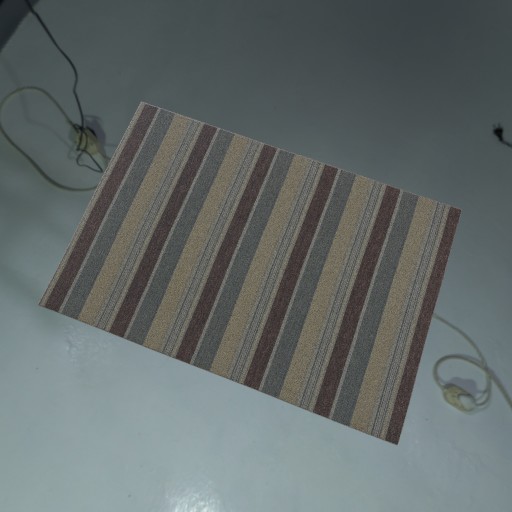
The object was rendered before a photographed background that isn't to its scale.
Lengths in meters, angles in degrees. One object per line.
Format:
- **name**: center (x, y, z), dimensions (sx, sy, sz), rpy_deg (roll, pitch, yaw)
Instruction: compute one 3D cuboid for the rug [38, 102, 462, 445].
- **rug**: center (0.000, 0.000, 2.239), dimensions (1.829, 0.008, 1.219), rpy_deg (20, 76, 5)
